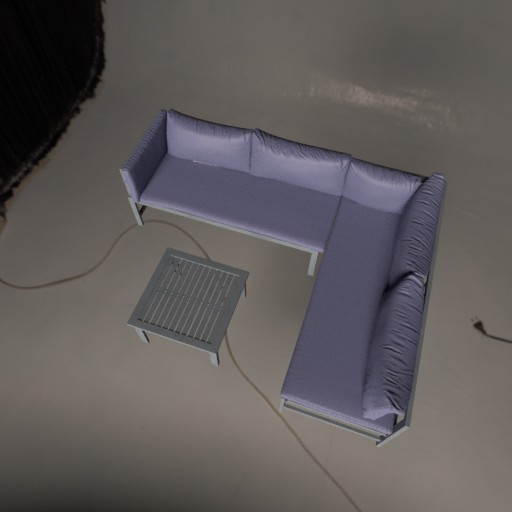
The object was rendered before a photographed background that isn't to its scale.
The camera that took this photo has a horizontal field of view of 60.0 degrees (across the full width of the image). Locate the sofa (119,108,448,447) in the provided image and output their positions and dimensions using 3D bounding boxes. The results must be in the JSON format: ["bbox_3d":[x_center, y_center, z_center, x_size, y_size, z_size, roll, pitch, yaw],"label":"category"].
[{"bbox_3d":[0.000,0.000,2.955,2.149,0.762,1.658,16,60,10],"label":"sofa"}]
